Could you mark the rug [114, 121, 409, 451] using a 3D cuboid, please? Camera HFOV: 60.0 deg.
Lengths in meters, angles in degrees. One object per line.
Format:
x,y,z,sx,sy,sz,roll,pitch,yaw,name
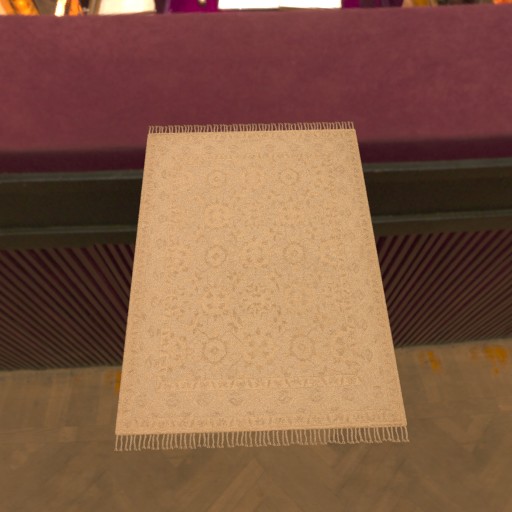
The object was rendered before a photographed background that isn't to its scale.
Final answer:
0.000,0.000,2.235,1.223,0.015,1.771,-1,62,-1,rug
